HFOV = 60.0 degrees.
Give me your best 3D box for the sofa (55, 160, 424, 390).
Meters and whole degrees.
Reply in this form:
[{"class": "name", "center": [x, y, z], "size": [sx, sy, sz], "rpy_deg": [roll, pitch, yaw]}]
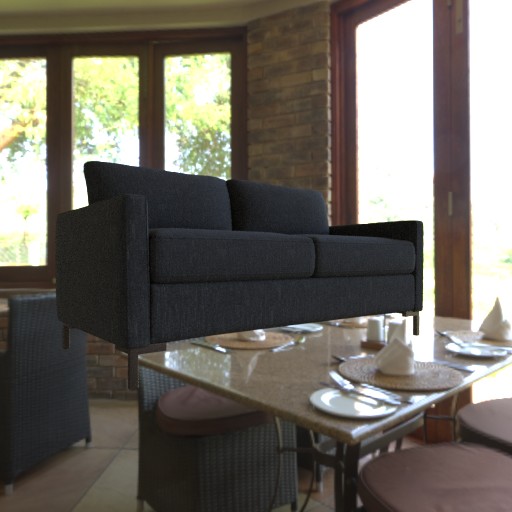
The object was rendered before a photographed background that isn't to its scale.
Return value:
[{"class": "sofa", "center": [0.000, 0.000, 2.231], "size": [1.716, 0.862, 0.866], "rpy_deg": [0, 0, -38]}]
